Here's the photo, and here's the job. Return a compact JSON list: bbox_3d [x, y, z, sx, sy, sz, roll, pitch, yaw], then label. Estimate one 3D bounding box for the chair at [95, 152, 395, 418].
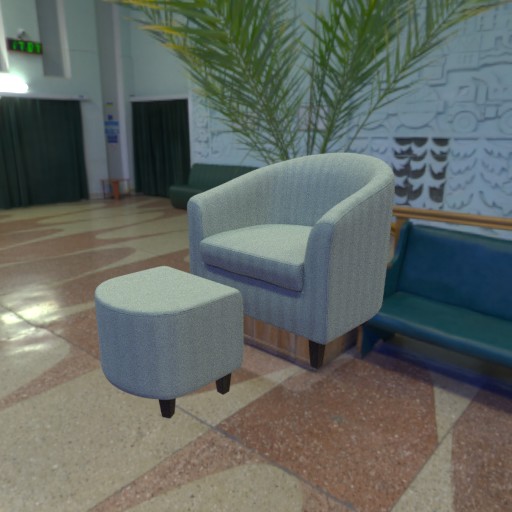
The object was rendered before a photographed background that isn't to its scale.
[{"bbox_3d":[0.000,0.000,1.740,0.756,0.757,1.288,14,21,41],"label":"chair"}]
